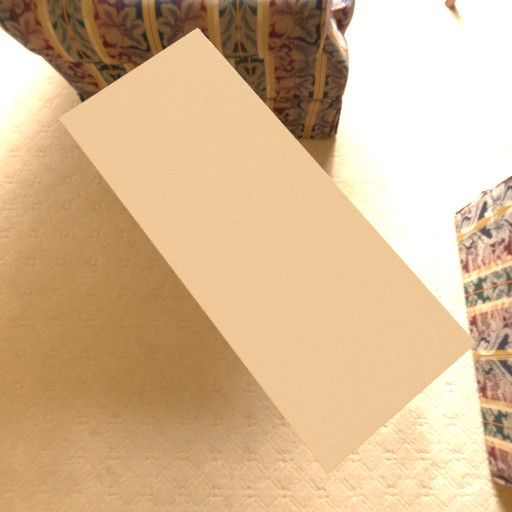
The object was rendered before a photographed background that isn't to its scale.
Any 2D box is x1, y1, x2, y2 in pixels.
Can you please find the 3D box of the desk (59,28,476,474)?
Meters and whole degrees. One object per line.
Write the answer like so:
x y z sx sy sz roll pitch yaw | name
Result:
0.000 0.000 1.564 0.504 0.762 1.191 -37 79 -8 | desk
